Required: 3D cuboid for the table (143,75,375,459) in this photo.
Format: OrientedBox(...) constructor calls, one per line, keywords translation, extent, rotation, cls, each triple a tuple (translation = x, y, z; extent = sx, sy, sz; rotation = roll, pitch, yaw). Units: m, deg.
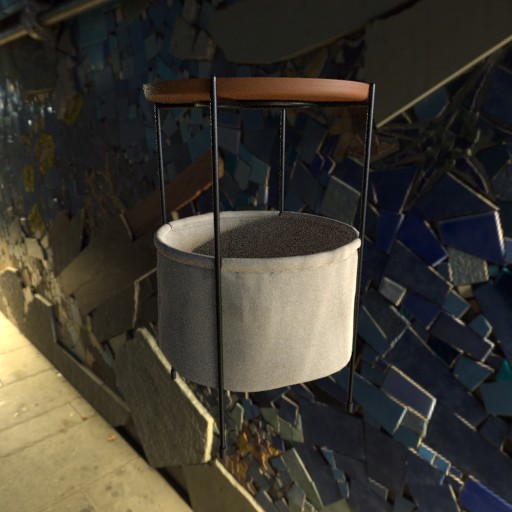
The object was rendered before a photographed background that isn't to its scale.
OrientedBox(translation=(0.000, 0.000, 0.867), extent=(0.393, 0.623, 0.393), rotation=(-9, 19, -26), cls="table")
